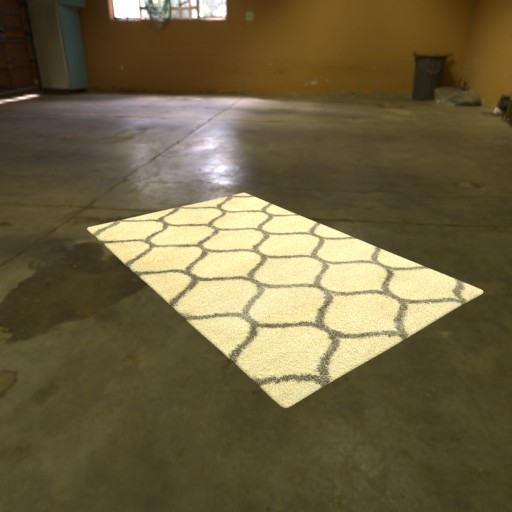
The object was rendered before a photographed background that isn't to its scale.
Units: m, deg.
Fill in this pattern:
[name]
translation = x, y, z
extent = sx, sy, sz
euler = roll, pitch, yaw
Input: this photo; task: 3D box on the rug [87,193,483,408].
[rug]
translation = 0.000, 0.000, 2.970
extent = 1.501, 0.024, 2.348
euler = -18, 31, -33
